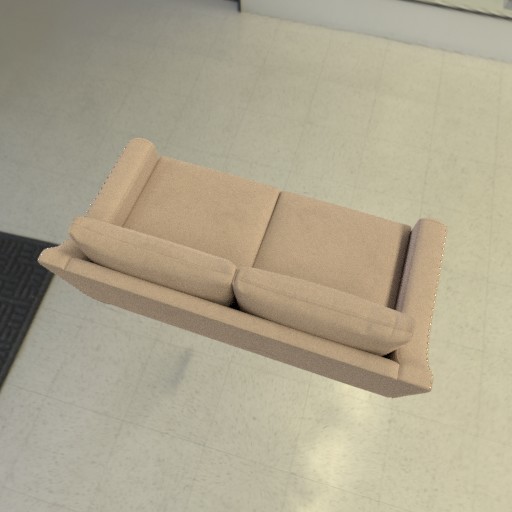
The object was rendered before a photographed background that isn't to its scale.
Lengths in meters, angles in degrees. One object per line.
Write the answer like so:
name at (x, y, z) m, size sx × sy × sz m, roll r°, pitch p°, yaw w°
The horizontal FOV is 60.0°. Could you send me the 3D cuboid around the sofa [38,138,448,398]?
sofa at (0.000, 0.000, 2.544) m, size 1.967 × 0.901 × 1.030 m, roll 17°, pitch 65°, yaw 8°
